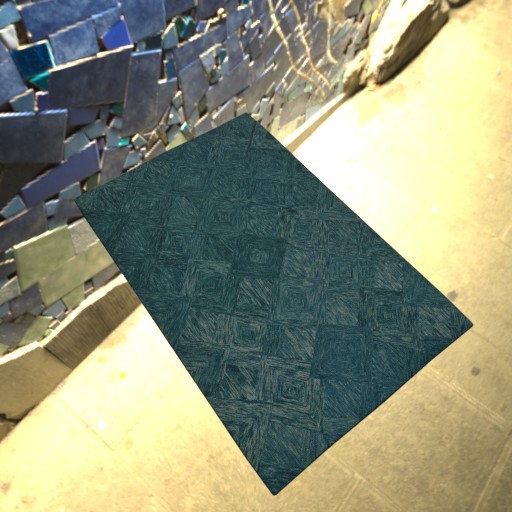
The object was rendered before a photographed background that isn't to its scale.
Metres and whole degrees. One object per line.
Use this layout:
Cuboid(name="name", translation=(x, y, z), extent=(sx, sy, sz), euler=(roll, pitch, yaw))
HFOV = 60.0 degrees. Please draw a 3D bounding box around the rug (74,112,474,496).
Cuboid(name="rug", translation=(0.000, 0.000, 2.149), extent=(1.136, 0.017, 1.728), euler=(-32, 64, -18))
